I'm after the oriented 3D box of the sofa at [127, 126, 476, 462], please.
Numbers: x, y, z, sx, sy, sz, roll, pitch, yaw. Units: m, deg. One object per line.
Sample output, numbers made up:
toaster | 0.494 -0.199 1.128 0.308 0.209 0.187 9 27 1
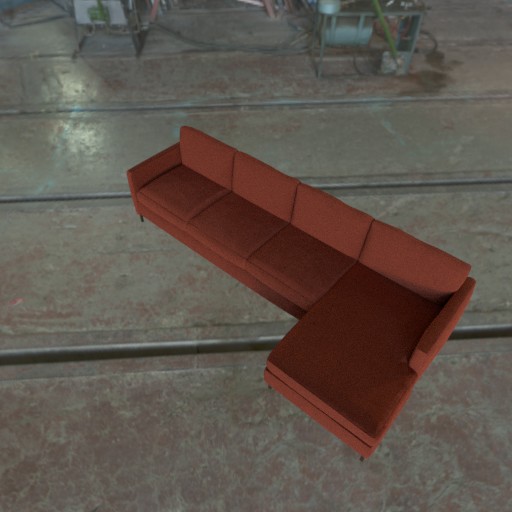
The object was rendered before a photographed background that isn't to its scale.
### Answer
sofa | 0.000 0.000 3.482 2.932 0.810 1.350 32 54 27
